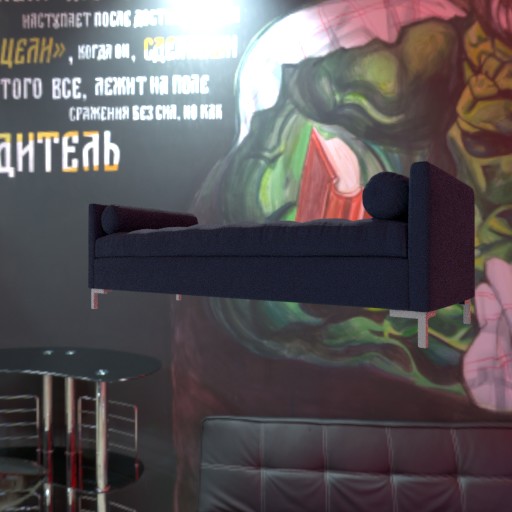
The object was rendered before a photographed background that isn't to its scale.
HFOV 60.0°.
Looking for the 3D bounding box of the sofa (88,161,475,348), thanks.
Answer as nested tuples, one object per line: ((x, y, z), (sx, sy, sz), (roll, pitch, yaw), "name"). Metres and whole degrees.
((0.000, 0.000, 2.461), (2.102, 0.657, 0.797), (0, 0, 37), "sofa")
